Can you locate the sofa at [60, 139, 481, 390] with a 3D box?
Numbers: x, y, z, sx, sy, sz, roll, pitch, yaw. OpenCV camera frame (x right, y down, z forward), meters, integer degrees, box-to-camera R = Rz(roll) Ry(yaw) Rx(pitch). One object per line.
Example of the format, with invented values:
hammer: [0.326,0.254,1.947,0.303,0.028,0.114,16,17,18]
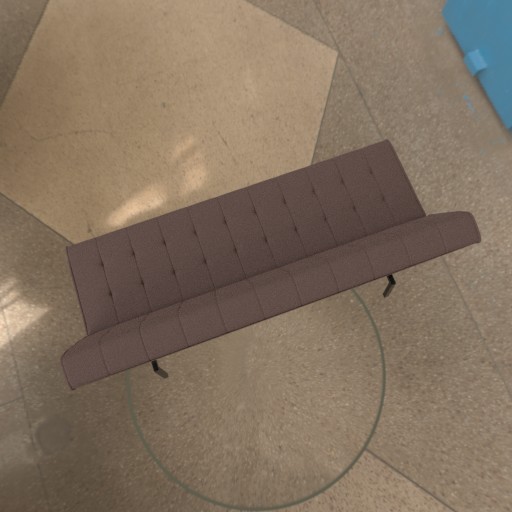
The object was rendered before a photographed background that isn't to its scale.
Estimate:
sofa: [0.000,0.000,2.097,1.703,0.699,0.747,-19,77,-5]
